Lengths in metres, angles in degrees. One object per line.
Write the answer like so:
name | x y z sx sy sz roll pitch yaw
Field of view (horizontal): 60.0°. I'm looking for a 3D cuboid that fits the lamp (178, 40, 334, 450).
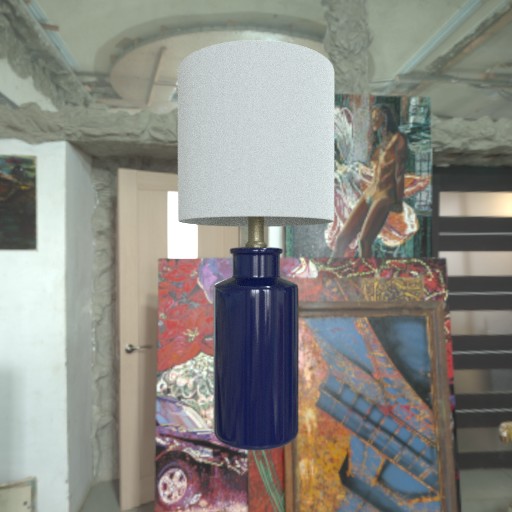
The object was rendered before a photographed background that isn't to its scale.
lamp | 0.000 0.000 0.611 0.212 0.493 0.212 0 1 -34
